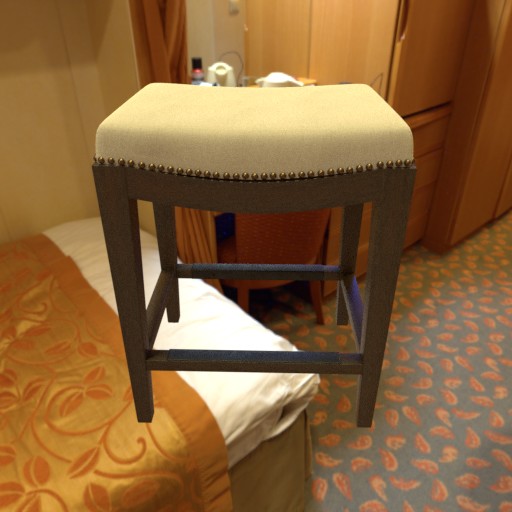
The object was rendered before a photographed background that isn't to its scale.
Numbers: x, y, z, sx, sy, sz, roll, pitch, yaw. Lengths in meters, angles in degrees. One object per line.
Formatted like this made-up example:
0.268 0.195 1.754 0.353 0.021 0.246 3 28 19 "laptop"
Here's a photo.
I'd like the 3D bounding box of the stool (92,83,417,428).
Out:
0.000 0.000 0.938 0.500 0.642 0.361 1 31 1 "stool"
